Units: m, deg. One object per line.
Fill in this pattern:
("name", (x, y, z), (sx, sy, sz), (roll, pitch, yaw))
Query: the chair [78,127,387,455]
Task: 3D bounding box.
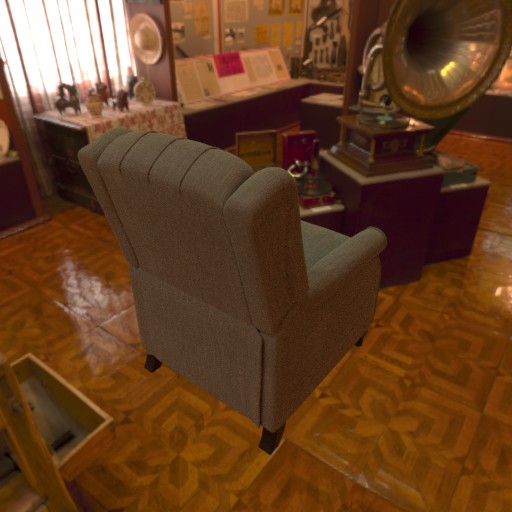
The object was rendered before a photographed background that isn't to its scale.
("chair", (0.000, 0.000, 1.659), (0.742, 1.035, 0.898), (22, 37, 32))
